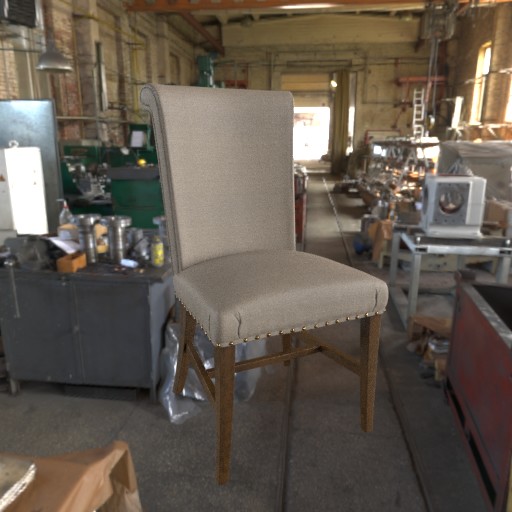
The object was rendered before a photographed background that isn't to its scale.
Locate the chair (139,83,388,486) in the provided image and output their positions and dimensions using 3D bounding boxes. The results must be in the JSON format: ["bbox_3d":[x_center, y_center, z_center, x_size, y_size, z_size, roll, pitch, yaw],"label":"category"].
[{"bbox_3d":[0.000,0.000,1.317,0.513,0.988,0.608,-7,16,-26],"label":"chair"}]
